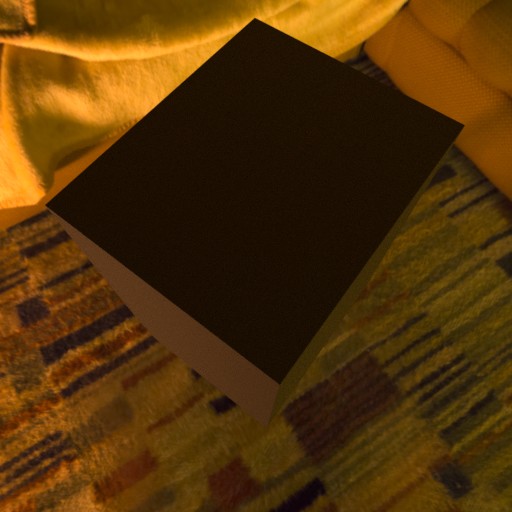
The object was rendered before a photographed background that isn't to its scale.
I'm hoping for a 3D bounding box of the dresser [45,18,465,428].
[{"bbox_3d":[0.000,0.000,0.791,0.360,0.560,0.400,34,69,15],"label":"dresser"}]
